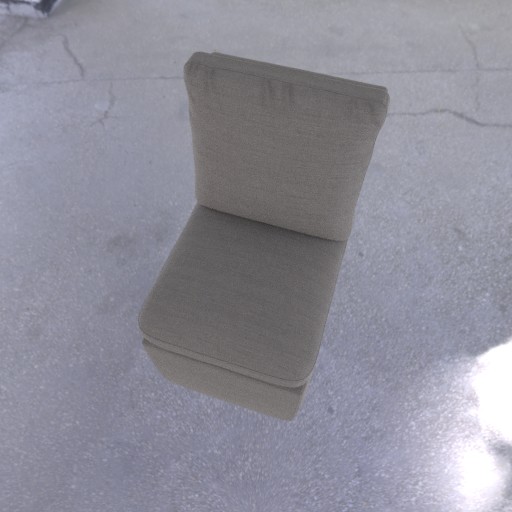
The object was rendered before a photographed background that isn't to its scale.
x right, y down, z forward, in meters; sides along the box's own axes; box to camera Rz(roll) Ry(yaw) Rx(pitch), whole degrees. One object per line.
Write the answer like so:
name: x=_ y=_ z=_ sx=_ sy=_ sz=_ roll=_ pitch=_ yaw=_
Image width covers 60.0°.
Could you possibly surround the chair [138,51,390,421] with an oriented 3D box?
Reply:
chair: x=0.000 y=0.000 z=1.304 sx=0.503 sy=0.927 sz=0.698 roll=16 pitch=60 yaw=9
